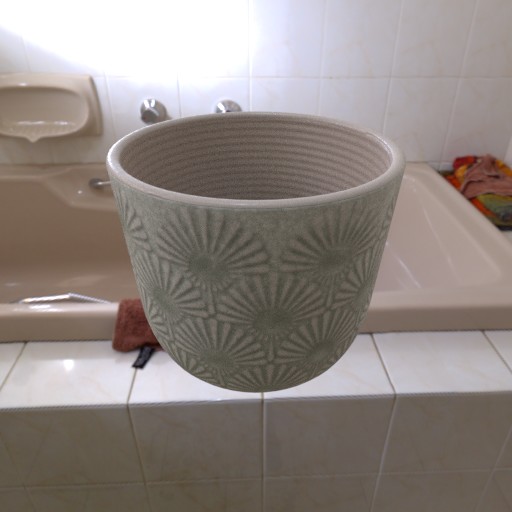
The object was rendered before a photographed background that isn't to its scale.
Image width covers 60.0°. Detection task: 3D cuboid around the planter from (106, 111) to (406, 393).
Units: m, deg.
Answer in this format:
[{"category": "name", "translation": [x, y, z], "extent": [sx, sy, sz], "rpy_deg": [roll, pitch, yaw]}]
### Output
[{"category": "planter", "translation": [0.000, 0.000, 0.298], "extent": [0.170, 0.152, 0.170], "rpy_deg": [0, 31, 0]}]
